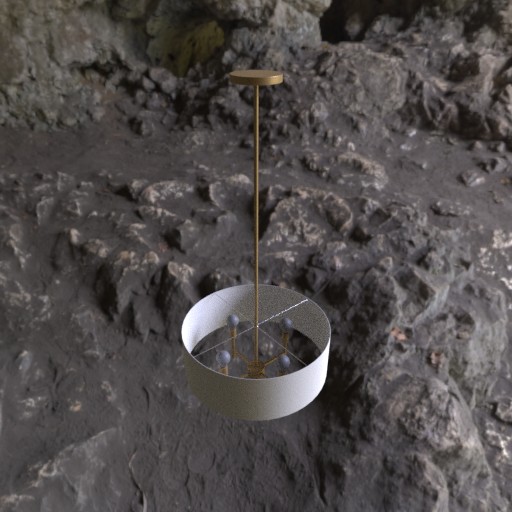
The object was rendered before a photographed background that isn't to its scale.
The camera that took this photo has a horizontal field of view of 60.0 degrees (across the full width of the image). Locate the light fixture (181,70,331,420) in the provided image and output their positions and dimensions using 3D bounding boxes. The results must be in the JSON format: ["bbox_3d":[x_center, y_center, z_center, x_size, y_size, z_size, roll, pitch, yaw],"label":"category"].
[{"bbox_3d":[0.000,0.000,1.389,0.508,1.067,0.508,0,30,0],"label":"light fixture"}]
